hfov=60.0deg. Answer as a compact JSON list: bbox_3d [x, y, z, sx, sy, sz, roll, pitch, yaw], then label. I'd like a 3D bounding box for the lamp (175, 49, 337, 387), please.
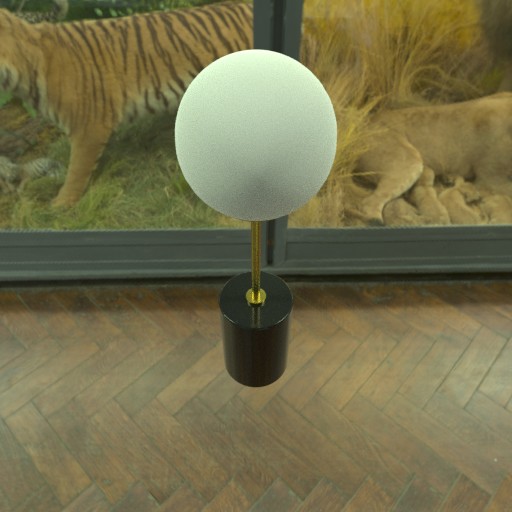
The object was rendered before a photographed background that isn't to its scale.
[{"bbox_3d":[0.000,0.000,0.542,0.153,0.480,0.153,0,46,0],"label":"lamp"}]
